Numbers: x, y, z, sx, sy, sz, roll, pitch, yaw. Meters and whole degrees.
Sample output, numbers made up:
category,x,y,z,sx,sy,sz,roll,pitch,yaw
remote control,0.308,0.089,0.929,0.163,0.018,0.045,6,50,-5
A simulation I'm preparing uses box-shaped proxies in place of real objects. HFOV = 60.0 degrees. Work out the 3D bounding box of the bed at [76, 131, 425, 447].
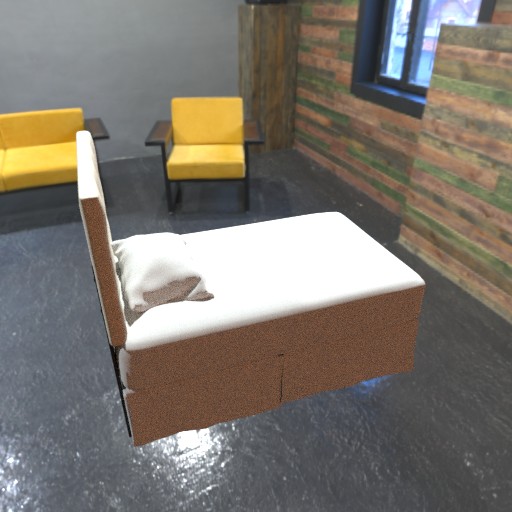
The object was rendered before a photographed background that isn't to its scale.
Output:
category,x,y,z,sx,sy,sz,roll,pitch,yaw
bed,0.000,0.000,2.970,1.997,1.571,1.261,-10,32,-17
